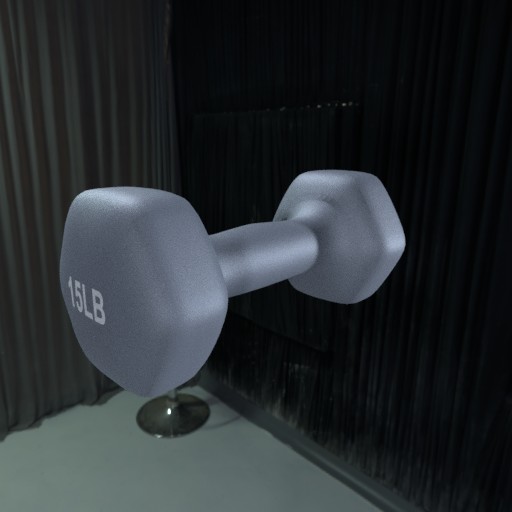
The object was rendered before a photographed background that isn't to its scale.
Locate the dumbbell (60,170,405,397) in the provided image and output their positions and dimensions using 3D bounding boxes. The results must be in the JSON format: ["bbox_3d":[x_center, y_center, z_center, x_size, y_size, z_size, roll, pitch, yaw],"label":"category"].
[{"bbox_3d":[0.000,0.000,0.301,0.240,0.105,0.116,-14,20,-43],"label":"dumbbell"}]
